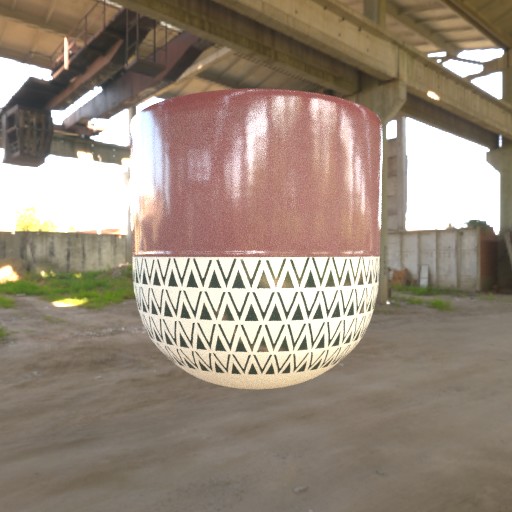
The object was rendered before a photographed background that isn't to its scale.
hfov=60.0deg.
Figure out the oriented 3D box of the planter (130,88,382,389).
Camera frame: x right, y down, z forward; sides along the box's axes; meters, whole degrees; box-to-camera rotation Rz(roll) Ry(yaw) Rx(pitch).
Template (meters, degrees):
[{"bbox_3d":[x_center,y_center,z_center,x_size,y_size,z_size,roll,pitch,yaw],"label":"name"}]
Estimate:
[{"bbox_3d":[0.000,0.000,0.487,0.266,0.270,0.266,0,0,0],"label":"planter"}]
